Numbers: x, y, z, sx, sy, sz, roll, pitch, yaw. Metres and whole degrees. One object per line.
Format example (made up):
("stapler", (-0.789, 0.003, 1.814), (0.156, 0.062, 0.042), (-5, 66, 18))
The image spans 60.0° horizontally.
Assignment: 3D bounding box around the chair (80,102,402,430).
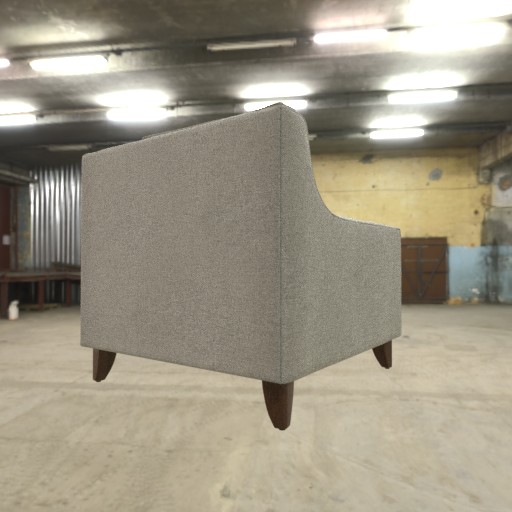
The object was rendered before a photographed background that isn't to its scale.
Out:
("chair", (0.000, 0.000, 1.630), (0.838, 0.864, 0.918), (-1, -1, 36))
